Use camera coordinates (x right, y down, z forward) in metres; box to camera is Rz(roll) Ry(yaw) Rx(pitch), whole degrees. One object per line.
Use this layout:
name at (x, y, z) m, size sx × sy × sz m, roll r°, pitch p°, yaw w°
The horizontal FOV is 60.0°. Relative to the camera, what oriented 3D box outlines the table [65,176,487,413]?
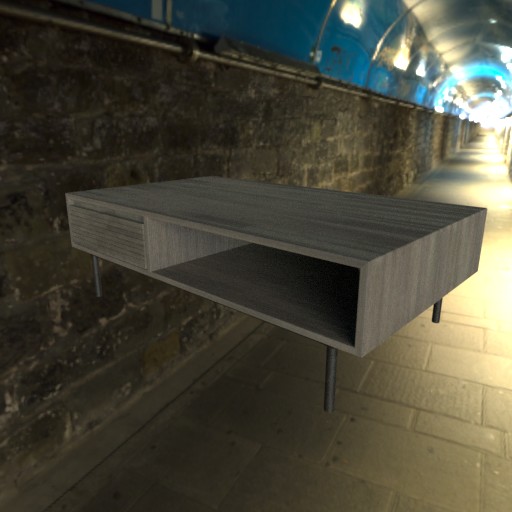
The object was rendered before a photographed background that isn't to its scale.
table at (0.000, 0.000, 1.356) m, size 1.088 × 0.347 × 0.643 m, roll 15°, pitch 22°, yaw 40°
